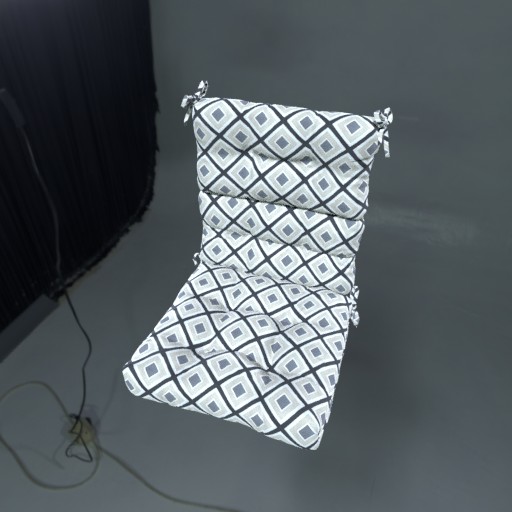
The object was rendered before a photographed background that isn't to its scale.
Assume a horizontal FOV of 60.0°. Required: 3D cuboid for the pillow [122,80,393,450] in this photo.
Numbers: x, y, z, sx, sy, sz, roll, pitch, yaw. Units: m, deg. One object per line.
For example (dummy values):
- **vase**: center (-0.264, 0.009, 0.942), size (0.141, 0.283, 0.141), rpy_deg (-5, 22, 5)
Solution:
- **pillow**: center (0.000, 0.000, 1.040), size (0.519, 0.605, 0.571), rpy_deg (12, 40, 15)
